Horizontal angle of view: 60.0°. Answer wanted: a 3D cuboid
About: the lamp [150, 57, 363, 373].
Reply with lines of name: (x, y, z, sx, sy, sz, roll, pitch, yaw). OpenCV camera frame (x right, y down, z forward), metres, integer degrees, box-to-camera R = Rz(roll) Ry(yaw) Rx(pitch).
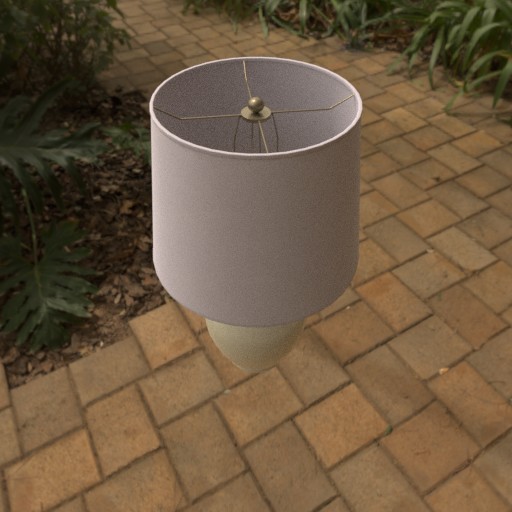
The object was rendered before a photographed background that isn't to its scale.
lamp: (0.000, 0.000, 0.537, 0.239, 0.399, 0.239, 0, 45, 0)
